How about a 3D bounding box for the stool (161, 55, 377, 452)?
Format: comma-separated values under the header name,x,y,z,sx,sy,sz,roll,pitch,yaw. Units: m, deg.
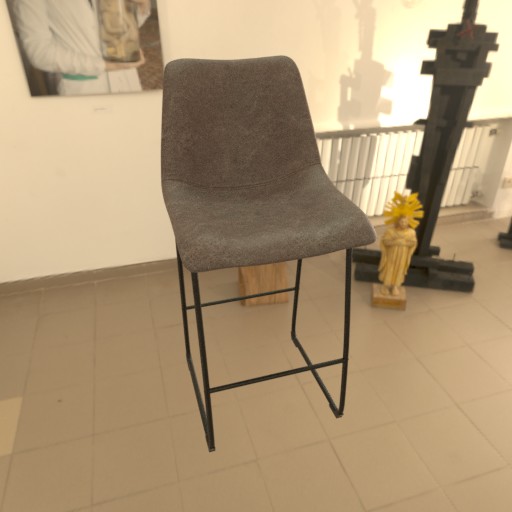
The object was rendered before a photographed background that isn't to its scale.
name,x,y,z,sx,sy,sz,roll,pitch,yaw
stool,0.000,0.000,1.377,0.514,1.082,0.561,-9,32,-15
